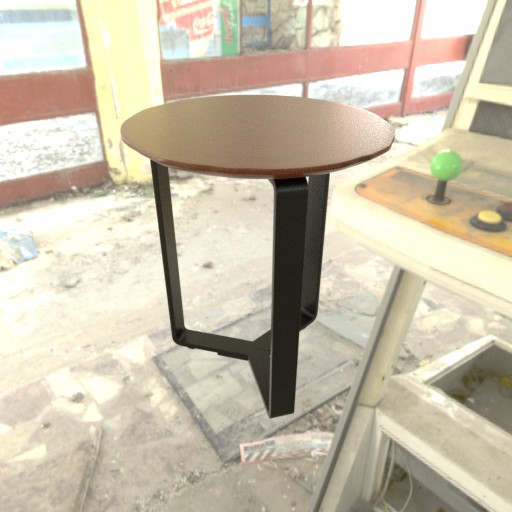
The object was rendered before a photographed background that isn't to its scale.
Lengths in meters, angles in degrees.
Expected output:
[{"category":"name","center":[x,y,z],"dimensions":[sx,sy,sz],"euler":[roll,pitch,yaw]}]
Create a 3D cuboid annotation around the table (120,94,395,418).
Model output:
[{"category":"table","center":[0.000,0.000,0.754],"dimensions":[0.380,0.450,0.410],"euler":[-8,31,-13]}]
